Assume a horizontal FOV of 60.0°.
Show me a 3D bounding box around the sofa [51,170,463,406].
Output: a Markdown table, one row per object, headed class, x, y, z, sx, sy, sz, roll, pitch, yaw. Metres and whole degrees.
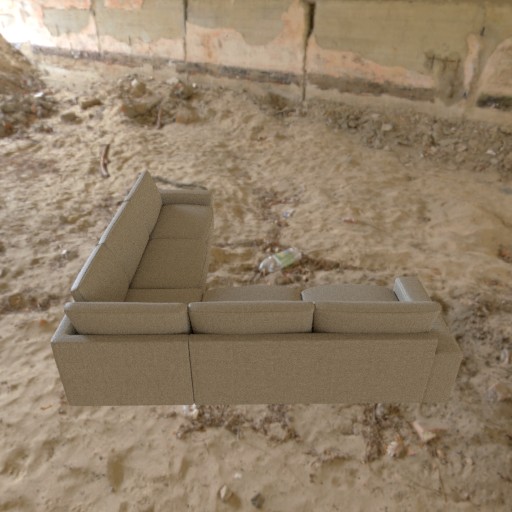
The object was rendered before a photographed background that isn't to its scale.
| class | x | y | z | sx | sy | sz | roll | pitch | yaw |
| --- | --- | --- | --- | --- | --- | --- | --- | --- | --- |
| sofa | 0.000 | 0.000 | 4.029 | 2.622 | 0.800 | 2.742 | 0 | 31 | -1 |
